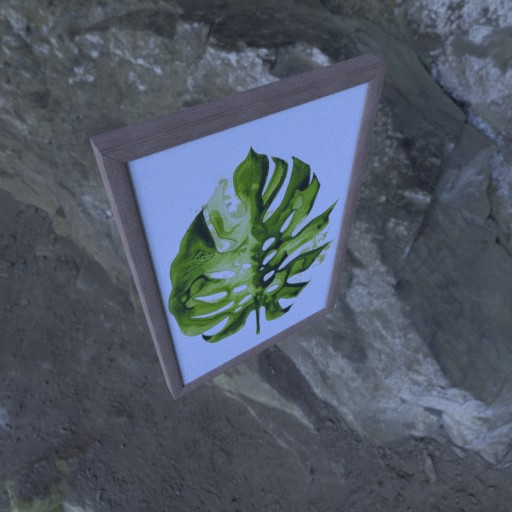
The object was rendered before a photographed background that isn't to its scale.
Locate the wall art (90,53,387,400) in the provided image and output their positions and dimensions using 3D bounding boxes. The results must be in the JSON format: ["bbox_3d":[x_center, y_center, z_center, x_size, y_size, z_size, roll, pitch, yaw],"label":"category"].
[{"bbox_3d":[0.000,0.000,0.663,0.356,0.509,0.031,-25,52,-21],"label":"wall art"}]
